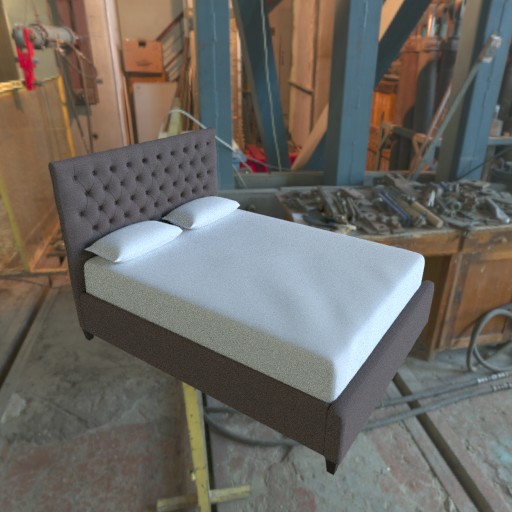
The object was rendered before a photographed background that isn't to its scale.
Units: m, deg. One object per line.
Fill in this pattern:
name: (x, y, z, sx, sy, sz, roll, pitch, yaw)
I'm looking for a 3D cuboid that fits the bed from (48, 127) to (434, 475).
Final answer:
bed: (0.000, 0.000, 3.273, 2.233, 1.426, 1.696, 17, 30, 31)
